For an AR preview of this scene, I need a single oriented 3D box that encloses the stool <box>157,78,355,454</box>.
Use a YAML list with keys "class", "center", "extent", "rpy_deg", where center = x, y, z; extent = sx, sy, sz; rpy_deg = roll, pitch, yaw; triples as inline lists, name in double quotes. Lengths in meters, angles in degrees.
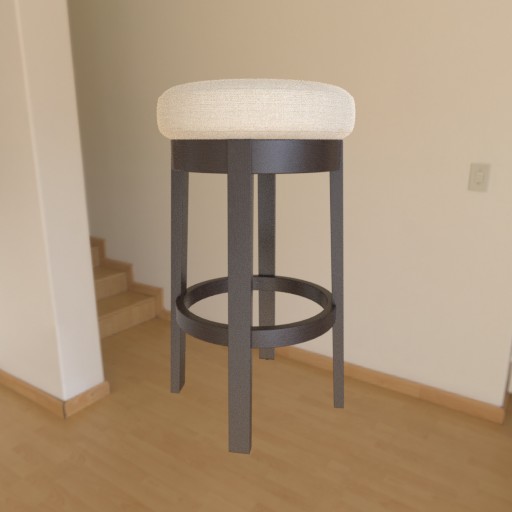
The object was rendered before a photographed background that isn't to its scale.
- class: "stool"
  center: [0.000, 0.000, 1.057]
  extent: [0.446, 0.758, 0.446]
  rpy_deg: [0, 14, 0]
